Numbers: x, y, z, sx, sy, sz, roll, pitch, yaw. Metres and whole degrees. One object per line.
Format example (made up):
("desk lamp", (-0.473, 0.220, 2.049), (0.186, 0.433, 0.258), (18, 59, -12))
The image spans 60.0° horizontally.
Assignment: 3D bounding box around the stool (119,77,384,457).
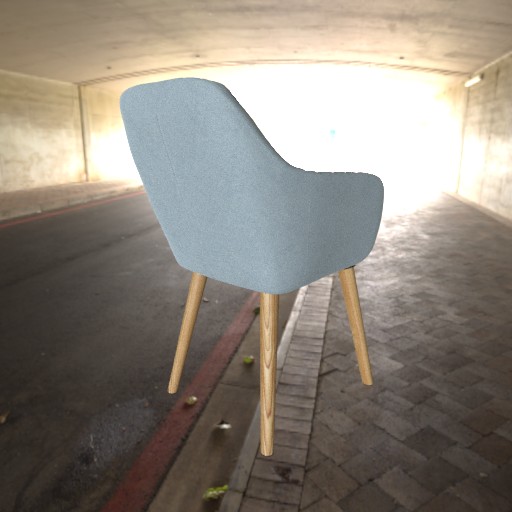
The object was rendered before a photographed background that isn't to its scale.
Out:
("stool", (0.000, 0.000, 1.192), (0.503, 0.830, 0.590), (13, 20, 43))
